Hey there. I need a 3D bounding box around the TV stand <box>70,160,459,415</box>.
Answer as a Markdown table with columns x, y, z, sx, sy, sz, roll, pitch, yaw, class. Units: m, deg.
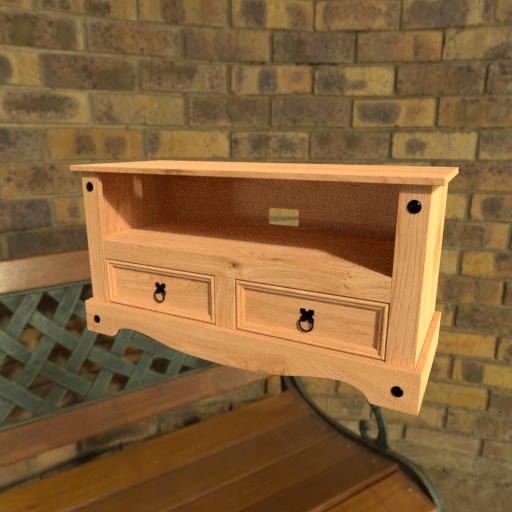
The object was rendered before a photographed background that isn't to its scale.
| x | y | z | sx | sy | sz | roll | pitch | yaw | class |
| --- | --- | --- | --- | --- | --- | --- | --- | --- | --- |
| 0.000 | 0.000 | 1.385 | 1.080 | 0.550 | 0.440 | 7 | 16 | 26 | TV stand |
